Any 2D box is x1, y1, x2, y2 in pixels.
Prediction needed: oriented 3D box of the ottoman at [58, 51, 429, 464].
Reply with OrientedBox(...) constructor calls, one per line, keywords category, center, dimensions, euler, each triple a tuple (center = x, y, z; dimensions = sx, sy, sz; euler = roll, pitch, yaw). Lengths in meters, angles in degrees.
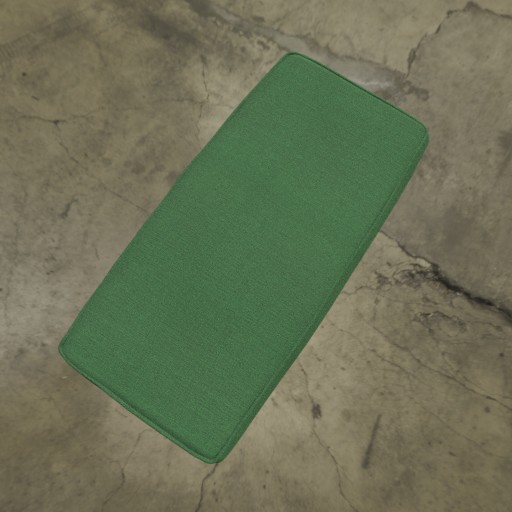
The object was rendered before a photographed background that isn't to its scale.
OrientedBox(category="ottoman", center=(0.000, 0.000, 1.238), dimensions=(0.483, 0.471, 0.957), euler=(34, 78, 8))
